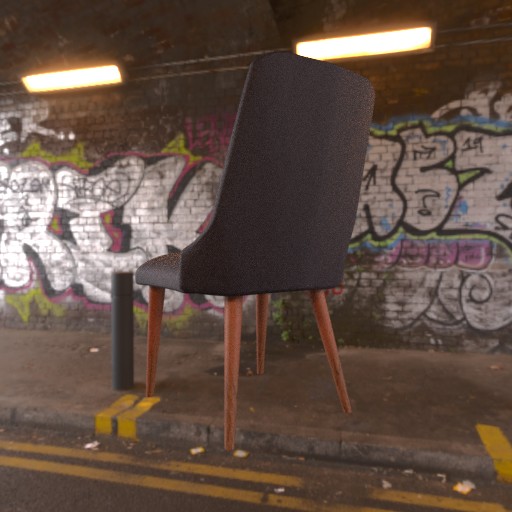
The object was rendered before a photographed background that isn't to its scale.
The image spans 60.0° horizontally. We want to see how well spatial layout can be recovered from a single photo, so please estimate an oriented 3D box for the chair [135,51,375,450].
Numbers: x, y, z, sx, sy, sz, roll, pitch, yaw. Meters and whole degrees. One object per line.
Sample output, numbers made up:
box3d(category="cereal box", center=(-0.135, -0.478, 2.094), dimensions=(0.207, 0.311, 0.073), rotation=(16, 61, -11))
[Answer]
box3d(category="chair", center=(0.000, 0.000, 1.163), dimensions=(0.504, 0.820, 0.567), rotation=(-1, 2, -35))
